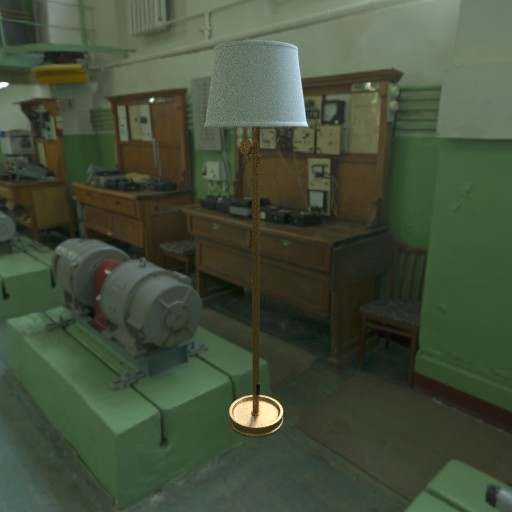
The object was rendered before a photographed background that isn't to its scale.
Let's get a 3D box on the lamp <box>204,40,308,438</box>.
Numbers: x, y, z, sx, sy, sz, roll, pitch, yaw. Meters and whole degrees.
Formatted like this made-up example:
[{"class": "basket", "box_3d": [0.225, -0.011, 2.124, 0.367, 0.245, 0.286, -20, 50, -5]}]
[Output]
[{"class": "lamp", "box_3d": [0.000, 0.000, 0.827, 0.178, 0.710, 0.178, 0, 16, 0]}]
